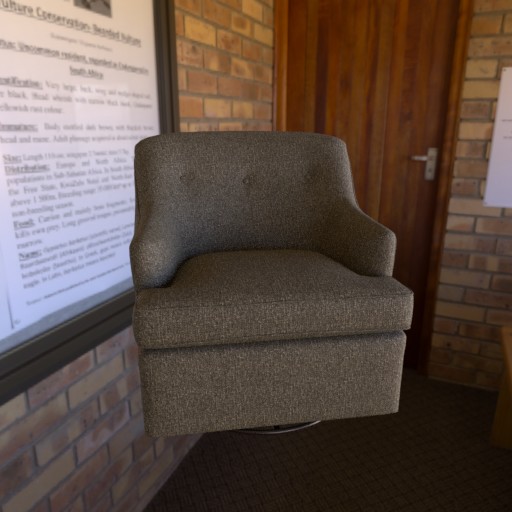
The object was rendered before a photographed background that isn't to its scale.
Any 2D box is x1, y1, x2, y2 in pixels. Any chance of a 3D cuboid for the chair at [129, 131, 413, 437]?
[{"bbox_3d":[0.000,0.000,1.592,0.864,0.856,0.923,-3,17,-8],"label":"chair"}]
